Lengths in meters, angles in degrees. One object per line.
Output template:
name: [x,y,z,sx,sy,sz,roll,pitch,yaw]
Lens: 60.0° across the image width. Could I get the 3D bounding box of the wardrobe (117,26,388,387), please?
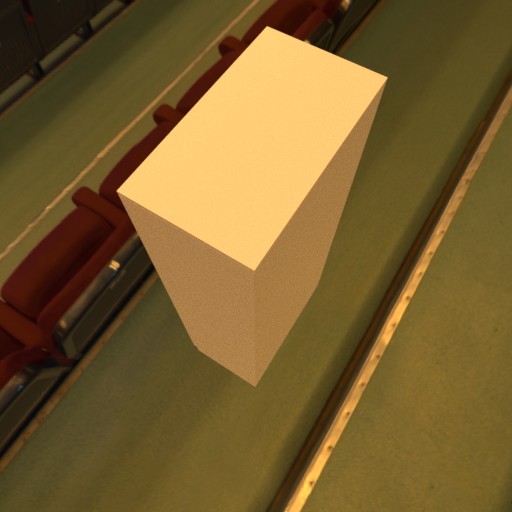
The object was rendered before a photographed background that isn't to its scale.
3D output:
wardrobe: [0.000,0.000,2.032,0.470,1.700,0.760,30,68,13]
